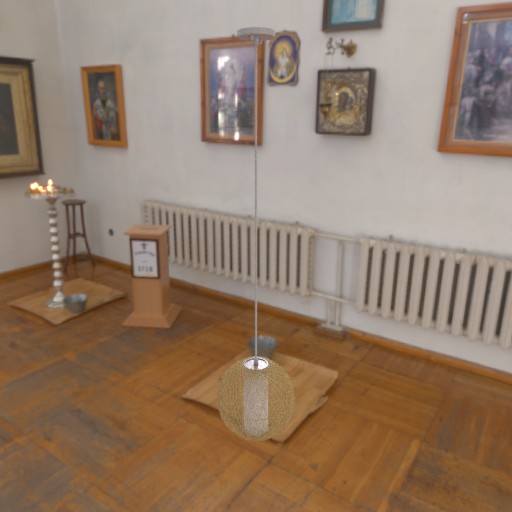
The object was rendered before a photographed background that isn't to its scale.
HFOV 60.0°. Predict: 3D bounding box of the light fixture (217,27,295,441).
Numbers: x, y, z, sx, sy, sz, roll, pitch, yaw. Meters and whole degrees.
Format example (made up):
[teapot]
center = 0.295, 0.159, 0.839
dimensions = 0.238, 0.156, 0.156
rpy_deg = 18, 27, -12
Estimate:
[light fixture]
center = 0.000, 0.000, 2.123
dimensions = 0.406, 1.955, 0.407
rpy_deg = -3, 16, -10
